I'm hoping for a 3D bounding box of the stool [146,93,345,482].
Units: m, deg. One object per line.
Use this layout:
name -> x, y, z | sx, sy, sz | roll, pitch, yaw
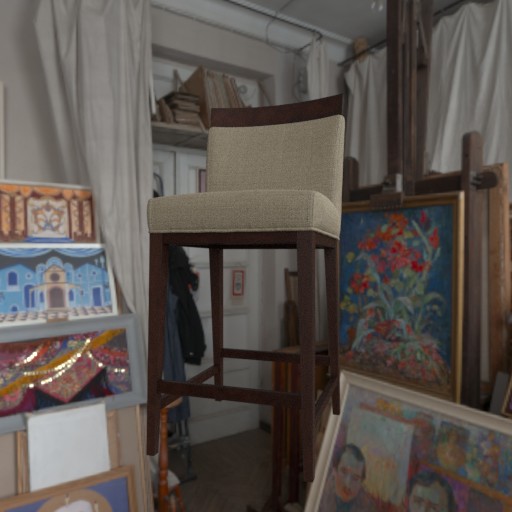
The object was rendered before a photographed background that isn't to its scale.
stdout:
stool -> 0.000, 0.000, 1.280 | 0.463, 1.011, 0.480 | 0, 0, 18
